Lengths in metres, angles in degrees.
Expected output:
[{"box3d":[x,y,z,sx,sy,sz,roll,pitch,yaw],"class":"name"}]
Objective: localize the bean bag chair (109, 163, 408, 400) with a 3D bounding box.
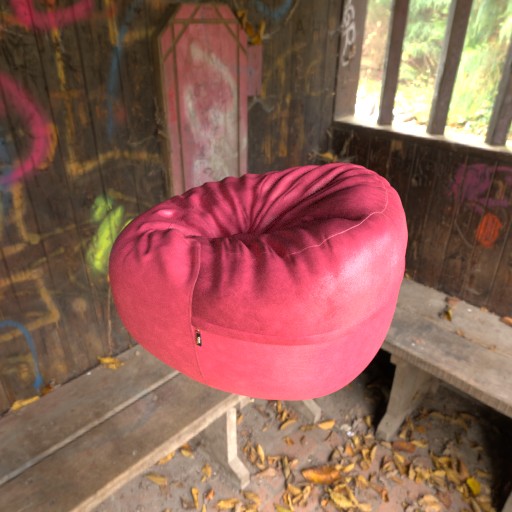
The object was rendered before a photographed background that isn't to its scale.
[{"box3d":[0.000,0.000,2.401,1.524,0.878,1.524,8,30,14],"class":"bean bag chair"}]
